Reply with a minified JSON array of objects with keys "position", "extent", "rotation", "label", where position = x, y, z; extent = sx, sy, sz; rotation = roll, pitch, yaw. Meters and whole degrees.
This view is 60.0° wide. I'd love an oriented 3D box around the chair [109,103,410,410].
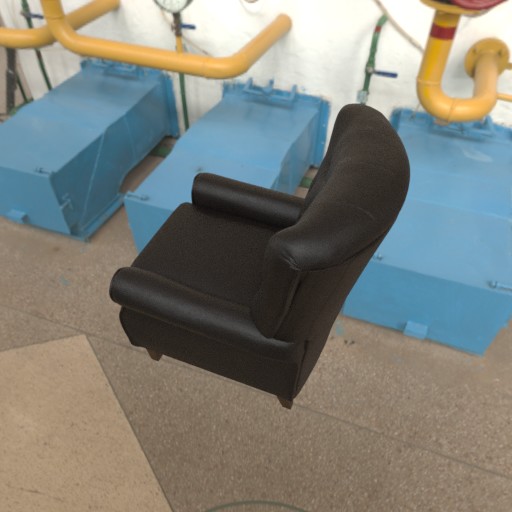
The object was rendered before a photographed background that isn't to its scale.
[{"position":[0.000,0.000,1.923],"extent":[1.058,1.158,0.948],"rotation":[16,47,15],"label":"chair"}]
